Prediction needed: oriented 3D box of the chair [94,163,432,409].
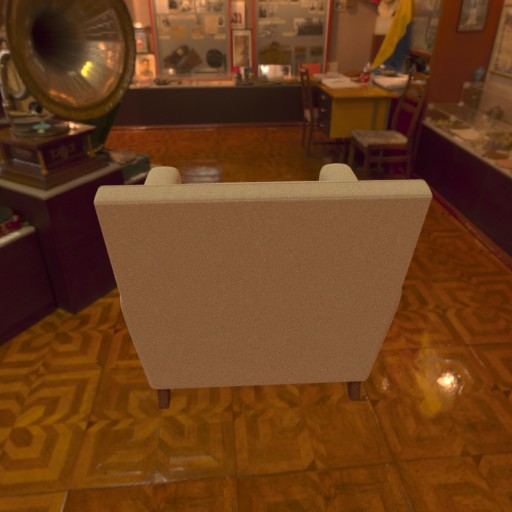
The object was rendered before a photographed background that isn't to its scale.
[{"bbox_3d":[0.000,0.000,1.571,0.840,0.846,0.871,-2,31,-3],"label":"chair"}]
